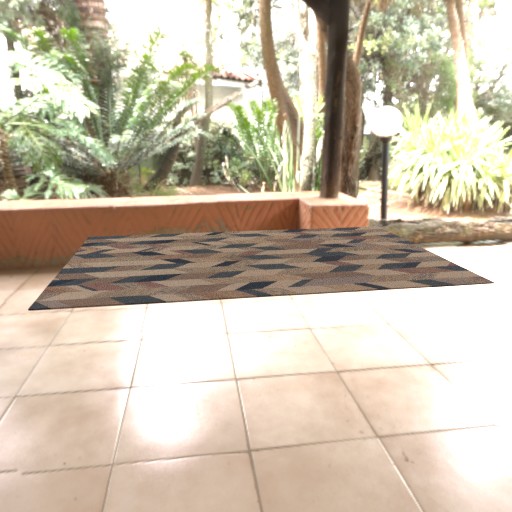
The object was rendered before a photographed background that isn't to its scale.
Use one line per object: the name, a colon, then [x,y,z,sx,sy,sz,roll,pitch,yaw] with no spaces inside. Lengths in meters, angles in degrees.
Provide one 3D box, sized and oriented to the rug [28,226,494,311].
rug: [0.000,0.000,2.970,2.423,0.008,1.513,-3,16,-9]
